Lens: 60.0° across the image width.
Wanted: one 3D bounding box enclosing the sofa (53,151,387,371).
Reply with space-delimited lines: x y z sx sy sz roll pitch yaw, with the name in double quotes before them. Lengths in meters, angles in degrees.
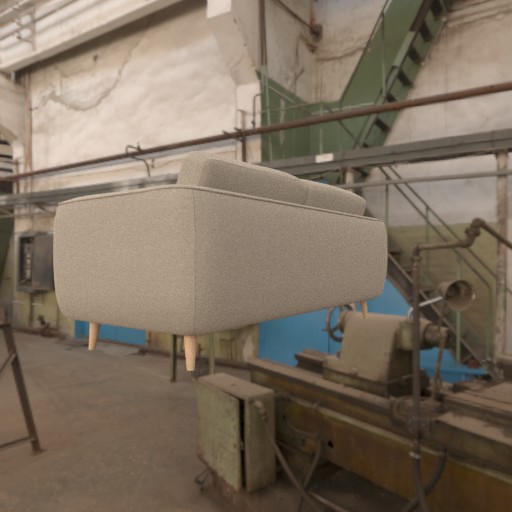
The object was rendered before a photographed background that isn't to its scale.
"sofa" 0.000 0.000 2.515 0.920 0.850 2.000 0 0 36
